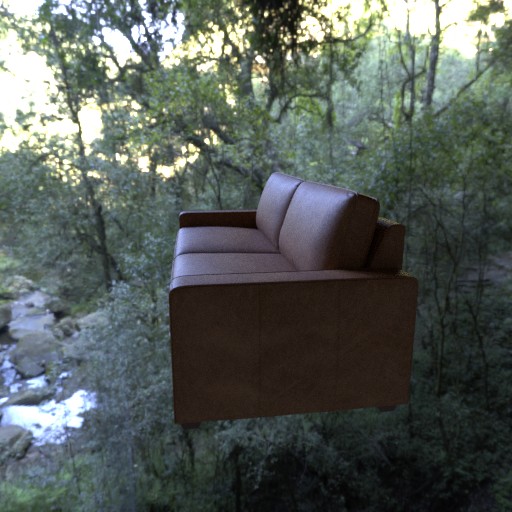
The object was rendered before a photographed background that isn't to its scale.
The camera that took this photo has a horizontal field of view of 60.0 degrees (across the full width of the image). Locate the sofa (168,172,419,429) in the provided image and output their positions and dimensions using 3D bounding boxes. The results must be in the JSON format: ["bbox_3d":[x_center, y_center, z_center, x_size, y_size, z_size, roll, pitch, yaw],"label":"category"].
[{"bbox_3d":[0.000,0.000,2.702,0.991,0.928,2.156,-2,13,-8],"label":"sofa"}]
